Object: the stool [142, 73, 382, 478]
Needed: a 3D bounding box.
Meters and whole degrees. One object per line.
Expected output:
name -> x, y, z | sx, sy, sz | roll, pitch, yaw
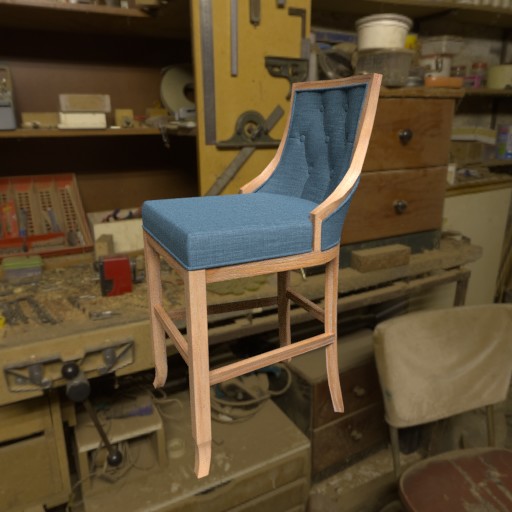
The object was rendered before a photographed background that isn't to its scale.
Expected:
stool -> 0.000, 0.000, 1.454 | 0.626, 1.101, 0.524 | -8, 19, -25
